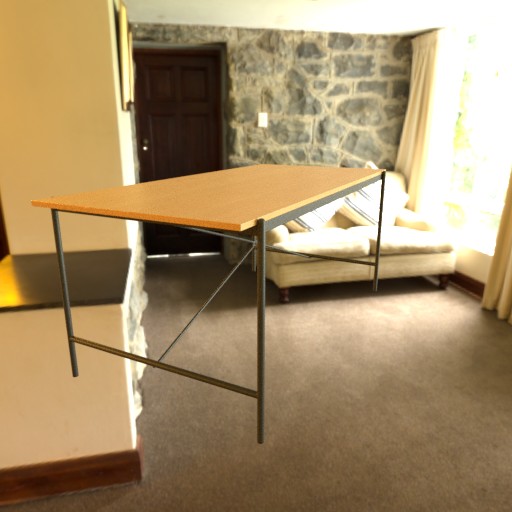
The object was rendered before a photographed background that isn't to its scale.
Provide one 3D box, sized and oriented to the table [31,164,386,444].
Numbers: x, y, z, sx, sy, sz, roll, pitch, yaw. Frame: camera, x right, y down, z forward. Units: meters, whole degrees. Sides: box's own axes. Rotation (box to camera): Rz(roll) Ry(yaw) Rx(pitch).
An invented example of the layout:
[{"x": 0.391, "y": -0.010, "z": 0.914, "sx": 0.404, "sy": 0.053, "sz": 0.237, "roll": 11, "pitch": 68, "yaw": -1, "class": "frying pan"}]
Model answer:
[{"x": 0.000, "y": 0.000, "z": 2.249, "sx": 0.900, "sy": 0.758, "sz": 1.800, "roll": 8, "pitch": 18, "yaw": 27, "class": "table"}]
